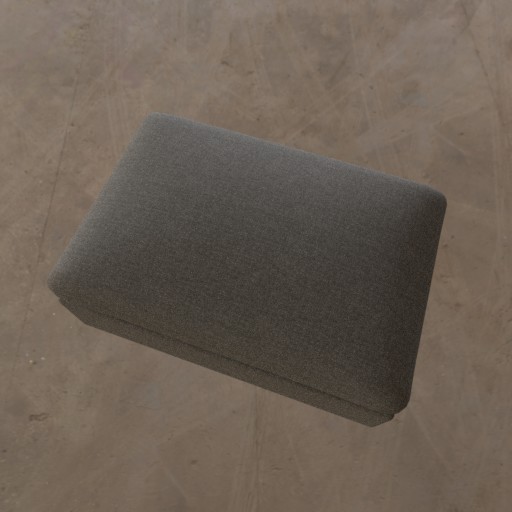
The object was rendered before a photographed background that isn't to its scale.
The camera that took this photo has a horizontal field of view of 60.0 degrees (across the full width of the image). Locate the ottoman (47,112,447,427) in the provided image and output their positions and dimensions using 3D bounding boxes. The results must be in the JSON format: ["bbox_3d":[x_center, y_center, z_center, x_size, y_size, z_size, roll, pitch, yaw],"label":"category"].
[{"bbox_3d":[0.000,0.000,1.432,1.041,0.483,0.711,18,65,8],"label":"ottoman"}]
